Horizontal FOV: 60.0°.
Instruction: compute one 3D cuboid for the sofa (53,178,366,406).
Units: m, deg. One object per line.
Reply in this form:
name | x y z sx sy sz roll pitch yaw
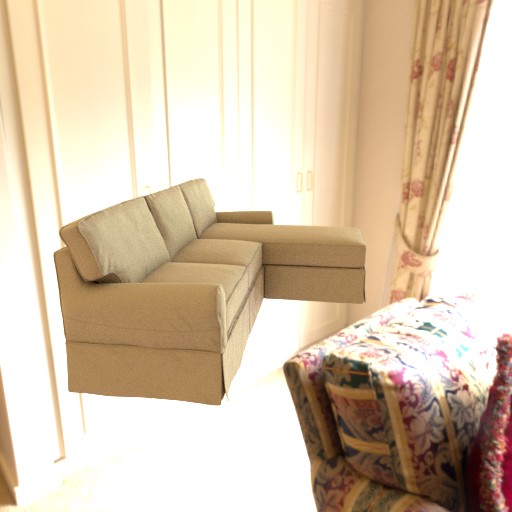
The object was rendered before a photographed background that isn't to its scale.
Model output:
sofa | 0.000 0.000 3.318 1.733 0.978 2.475 2 15 8
